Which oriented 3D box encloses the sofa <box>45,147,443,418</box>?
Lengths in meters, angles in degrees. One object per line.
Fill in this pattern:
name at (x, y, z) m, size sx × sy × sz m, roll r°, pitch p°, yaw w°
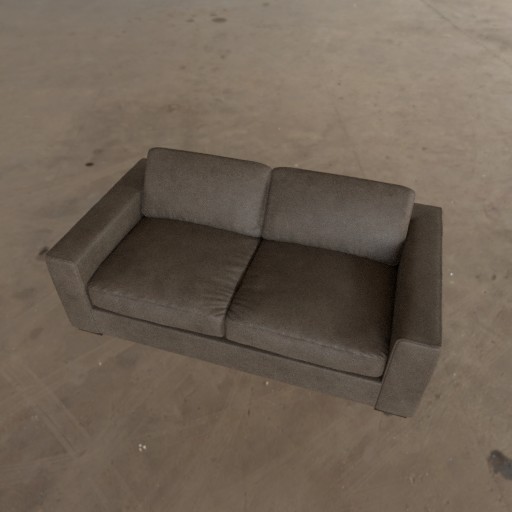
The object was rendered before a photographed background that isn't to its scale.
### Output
sofa at (0.000, 0.000, 2.466) m, size 1.920 × 0.800 × 1.070 m, roll 12°, pitch 43°, yaw 13°
